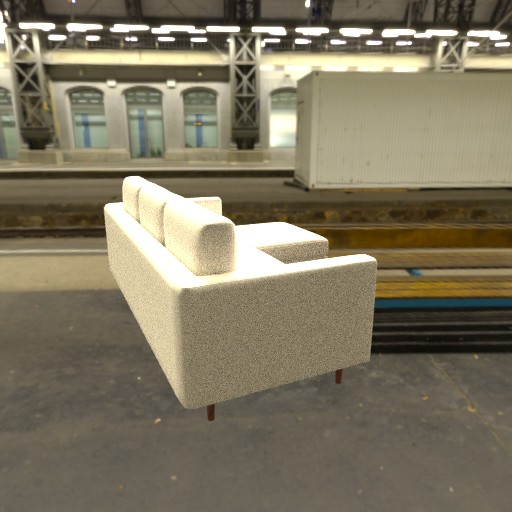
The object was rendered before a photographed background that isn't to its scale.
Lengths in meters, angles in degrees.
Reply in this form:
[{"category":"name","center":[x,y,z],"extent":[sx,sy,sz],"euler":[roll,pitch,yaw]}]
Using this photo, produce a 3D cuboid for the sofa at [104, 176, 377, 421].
[{"category":"sofa","center":[0.000,0.000,2.838],"extent":[1.580,0.899,2.029],"euler":[-8,18,-24]}]
